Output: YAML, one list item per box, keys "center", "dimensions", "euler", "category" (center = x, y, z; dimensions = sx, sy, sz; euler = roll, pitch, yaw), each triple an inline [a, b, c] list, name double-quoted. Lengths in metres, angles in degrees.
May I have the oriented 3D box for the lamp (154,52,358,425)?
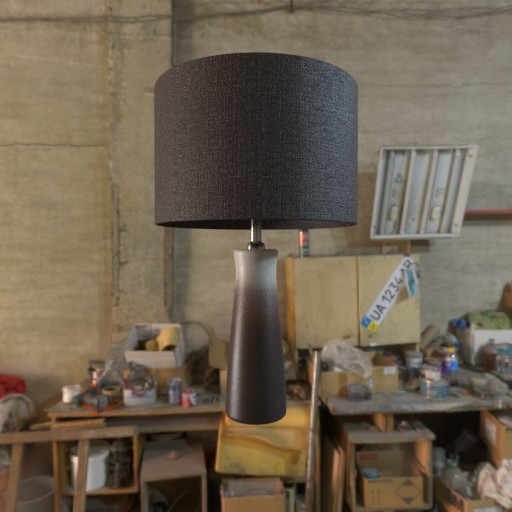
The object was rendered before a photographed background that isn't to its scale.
- center: [0.000, 0.000, 0.679]
  dimensions: [0.303, 0.488, 0.303]
  euler: [0, 1, 0]
  category: "lamp"
